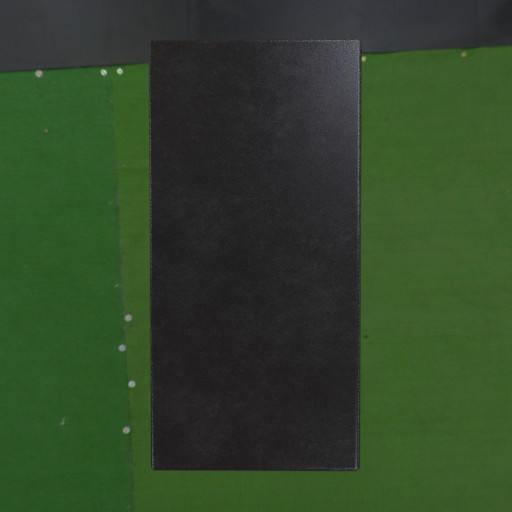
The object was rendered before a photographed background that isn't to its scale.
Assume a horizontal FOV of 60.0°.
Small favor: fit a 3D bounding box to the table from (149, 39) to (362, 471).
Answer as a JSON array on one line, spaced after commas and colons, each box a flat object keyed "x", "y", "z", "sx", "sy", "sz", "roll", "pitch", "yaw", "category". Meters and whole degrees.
[{"x": 0.000, "y": 0.000, "z": 1.439, "sx": 0.580, "sy": 0.487, "sz": 1.171, "roll": 0, "pitch": 92, "yaw": 0, "category": "table"}]
